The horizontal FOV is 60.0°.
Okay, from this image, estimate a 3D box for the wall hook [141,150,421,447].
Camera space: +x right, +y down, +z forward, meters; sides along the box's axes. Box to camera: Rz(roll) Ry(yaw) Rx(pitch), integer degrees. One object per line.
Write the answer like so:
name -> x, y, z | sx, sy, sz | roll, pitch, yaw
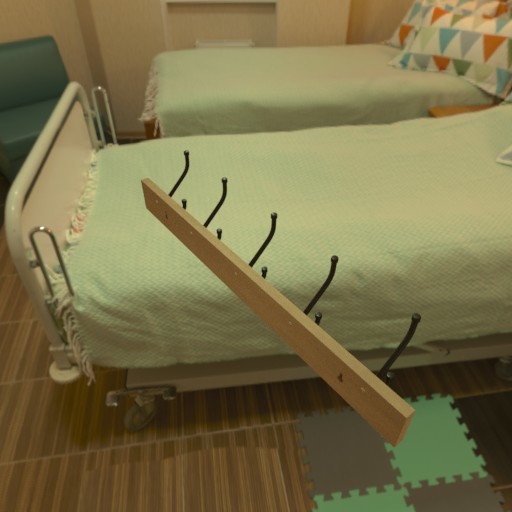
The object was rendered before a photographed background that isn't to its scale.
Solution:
wall hook -> 0.000, 0.000, 0.623 | 0.071, 0.117, 0.571 | -26, 47, -28
